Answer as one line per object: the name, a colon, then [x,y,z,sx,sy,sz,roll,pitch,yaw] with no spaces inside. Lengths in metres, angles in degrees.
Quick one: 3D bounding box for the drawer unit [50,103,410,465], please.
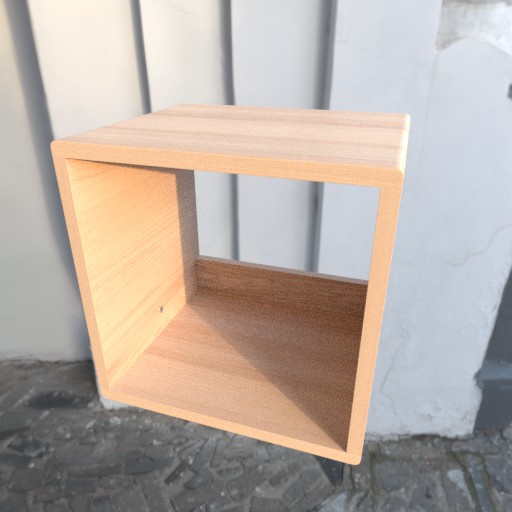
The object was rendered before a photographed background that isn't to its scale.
drawer unit: [0.000,0.000,0.599,0.344,0.344,0.290,8,28,16]
